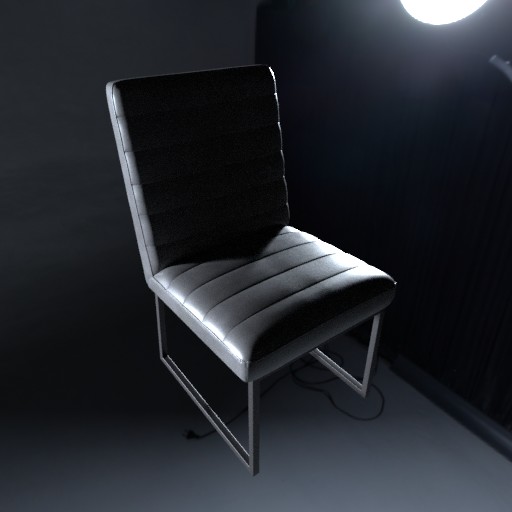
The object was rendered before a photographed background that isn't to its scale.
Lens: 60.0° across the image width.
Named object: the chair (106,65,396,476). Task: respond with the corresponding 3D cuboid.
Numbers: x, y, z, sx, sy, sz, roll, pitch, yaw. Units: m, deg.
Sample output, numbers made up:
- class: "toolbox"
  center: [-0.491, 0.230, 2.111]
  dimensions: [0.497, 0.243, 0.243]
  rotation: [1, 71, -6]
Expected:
- class: "chair"
  center: [0.000, 0.000, 1.273]
  dimensions: [0.520, 0.930, 0.634]
  rotation: [-21, 37, -31]
